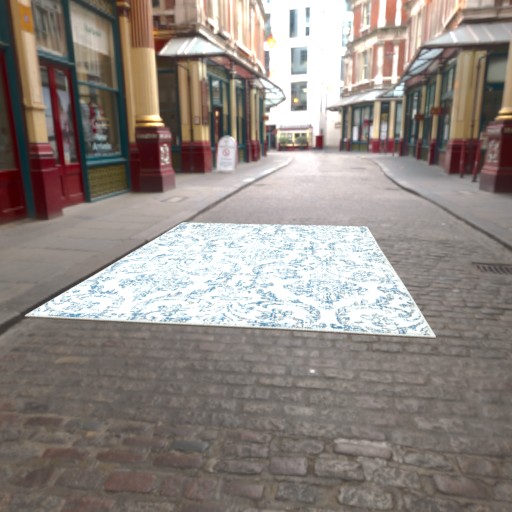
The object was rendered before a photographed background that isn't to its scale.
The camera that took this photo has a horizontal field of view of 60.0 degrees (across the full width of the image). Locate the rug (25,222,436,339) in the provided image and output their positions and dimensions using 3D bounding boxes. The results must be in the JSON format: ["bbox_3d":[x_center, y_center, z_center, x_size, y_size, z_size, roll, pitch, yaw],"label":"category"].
[{"bbox_3d":[0.000,0.000,2.732,1.586,0.014,2.197,2,14,7],"label":"rug"}]
